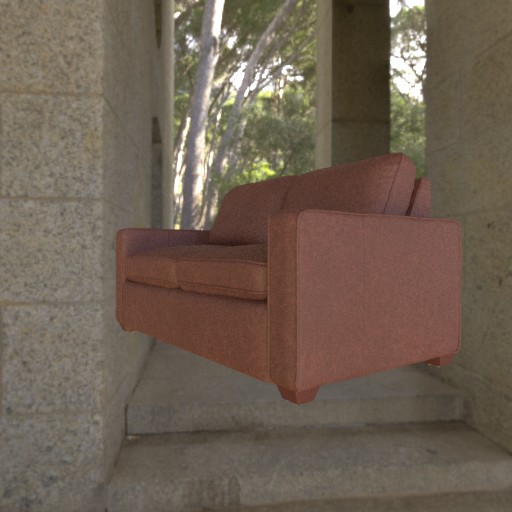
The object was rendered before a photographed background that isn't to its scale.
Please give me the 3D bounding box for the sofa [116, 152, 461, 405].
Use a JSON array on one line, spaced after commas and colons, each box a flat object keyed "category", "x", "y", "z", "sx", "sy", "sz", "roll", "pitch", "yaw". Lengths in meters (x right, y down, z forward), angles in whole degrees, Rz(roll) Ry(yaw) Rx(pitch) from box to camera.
[{"category": "sofa", "x": 0.000, "y": 0.000, "z": 2.281, "sx": 0.947, "sy": 0.918, "sz": 1.709, "roll": 0, "pitch": 1, "yaw": -36}]
